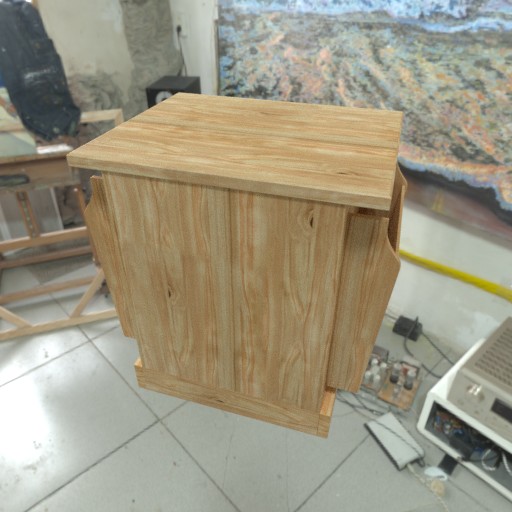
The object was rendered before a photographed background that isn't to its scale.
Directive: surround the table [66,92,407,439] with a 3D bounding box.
[{"bbox_3d":[0.000,0.000,0.893,0.530,0.515,0.380,10,35,15],"label":"table"}]
